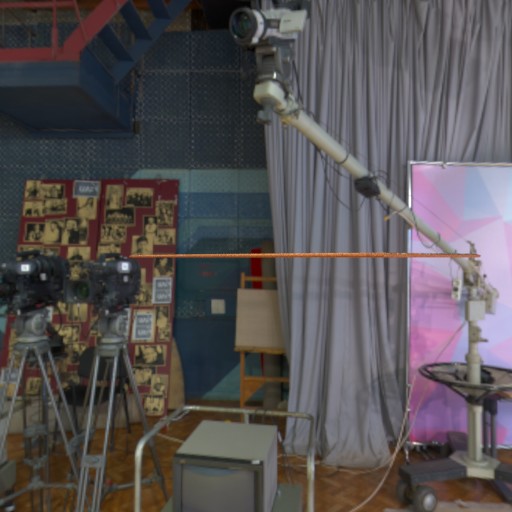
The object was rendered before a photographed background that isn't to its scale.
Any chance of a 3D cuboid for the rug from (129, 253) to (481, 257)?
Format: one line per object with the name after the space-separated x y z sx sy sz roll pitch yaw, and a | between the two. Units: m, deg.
0.000 0.000 2.563 0.651 0.016 2.274 0 0 -37 | rug
